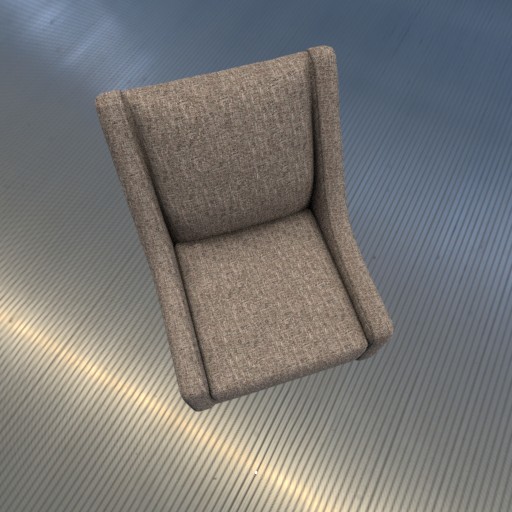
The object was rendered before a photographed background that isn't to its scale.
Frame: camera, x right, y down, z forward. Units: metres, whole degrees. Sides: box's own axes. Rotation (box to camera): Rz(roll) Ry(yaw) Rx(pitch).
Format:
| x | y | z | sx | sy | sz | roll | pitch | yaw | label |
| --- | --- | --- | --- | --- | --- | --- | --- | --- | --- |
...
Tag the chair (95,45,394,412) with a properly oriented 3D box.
| x | y | z | sx | sy | sz | roll | pitch | yaw | label |
| --- | --- | --- | --- | --- | --- | --- | --- | --- | --- |
| 0.000 | 0.000 | 1.624 | 0.774 | 1.014 | 0.870 | -15 | 65 | -7 | chair |
